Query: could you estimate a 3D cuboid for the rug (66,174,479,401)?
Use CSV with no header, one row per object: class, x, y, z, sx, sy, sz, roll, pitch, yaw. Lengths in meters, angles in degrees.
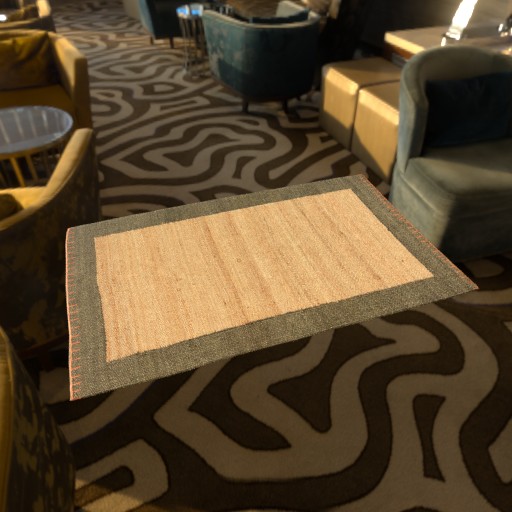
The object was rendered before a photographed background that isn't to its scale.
rug,0.000,0.000,2.990,2.435,0.006,1.521,-12,42,-14
